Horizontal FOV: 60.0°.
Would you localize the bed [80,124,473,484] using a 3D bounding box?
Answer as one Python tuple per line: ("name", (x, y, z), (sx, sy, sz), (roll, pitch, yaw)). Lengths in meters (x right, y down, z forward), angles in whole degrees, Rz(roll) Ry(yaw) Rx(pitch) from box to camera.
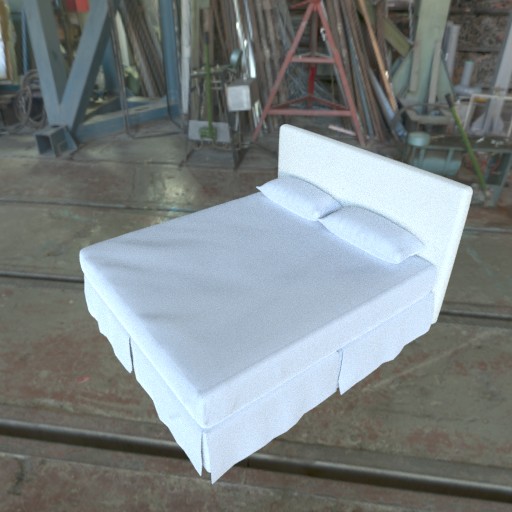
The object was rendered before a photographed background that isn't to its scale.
("bed", (0.000, 0.000, 3.556), (2.341, 1.317, 2.119), (-22, 38, -31))
